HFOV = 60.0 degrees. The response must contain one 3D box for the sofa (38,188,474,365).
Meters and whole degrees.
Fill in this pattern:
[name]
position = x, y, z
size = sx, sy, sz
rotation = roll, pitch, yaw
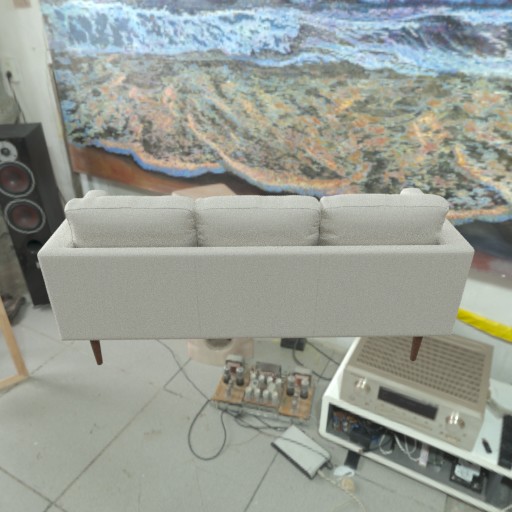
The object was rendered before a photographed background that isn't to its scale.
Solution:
[sofa]
position = 0.000, 0.000, 2.493
size = 2.029, 0.912, 0.802
rotation = -1, 30, -1
